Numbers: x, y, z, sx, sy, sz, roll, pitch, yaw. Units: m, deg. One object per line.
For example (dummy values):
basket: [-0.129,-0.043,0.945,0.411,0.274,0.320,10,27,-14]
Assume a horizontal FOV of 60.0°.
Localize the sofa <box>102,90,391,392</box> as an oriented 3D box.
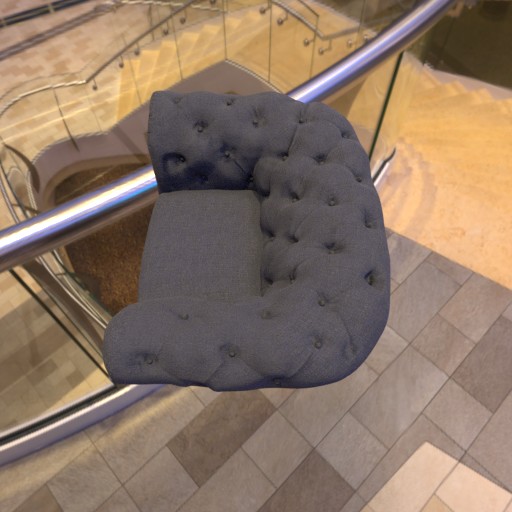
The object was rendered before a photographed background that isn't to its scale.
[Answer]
sofa: [0.000,0.000,2.046,1.032,0.878,1.405,0,58,0]
